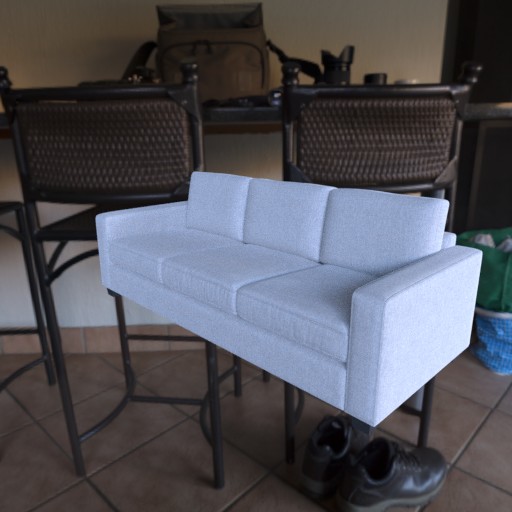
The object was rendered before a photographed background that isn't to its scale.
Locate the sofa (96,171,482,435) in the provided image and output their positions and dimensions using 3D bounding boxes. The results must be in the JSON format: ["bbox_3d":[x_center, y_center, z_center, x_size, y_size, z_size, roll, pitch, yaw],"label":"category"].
[{"bbox_3d":[0.000,0.000,2.515,0.900,0.800,2.120,-15,22,-42],"label":"sofa"}]
